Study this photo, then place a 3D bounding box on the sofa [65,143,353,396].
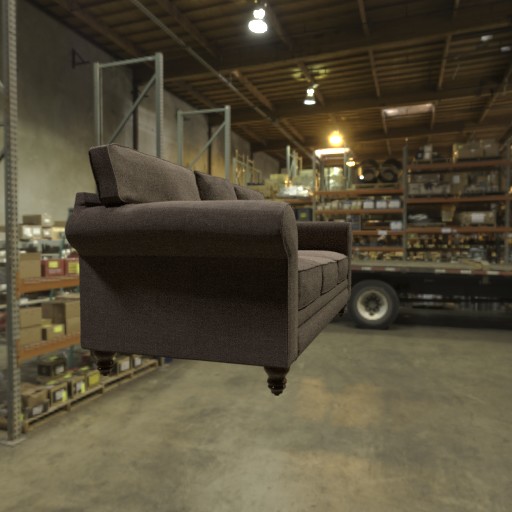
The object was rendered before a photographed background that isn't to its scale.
[{"bbox_3d":[0.000,0.000,2.579,0.916,0.961,2.084,1,2,18],"label":"sofa"}]
